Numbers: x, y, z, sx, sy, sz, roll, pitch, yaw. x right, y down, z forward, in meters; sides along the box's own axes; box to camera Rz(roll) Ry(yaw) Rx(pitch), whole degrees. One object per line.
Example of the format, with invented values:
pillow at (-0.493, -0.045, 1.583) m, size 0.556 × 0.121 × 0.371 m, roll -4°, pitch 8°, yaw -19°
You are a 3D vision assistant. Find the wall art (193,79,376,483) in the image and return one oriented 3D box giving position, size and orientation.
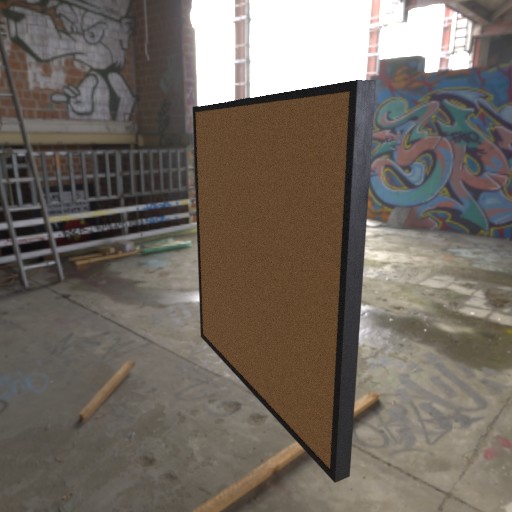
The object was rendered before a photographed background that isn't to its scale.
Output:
wall art at (0.000, 0.000, 1.130) m, size 0.039 × 0.763 × 0.763 m, roll -8°, pitch 17°, yaw -26°
